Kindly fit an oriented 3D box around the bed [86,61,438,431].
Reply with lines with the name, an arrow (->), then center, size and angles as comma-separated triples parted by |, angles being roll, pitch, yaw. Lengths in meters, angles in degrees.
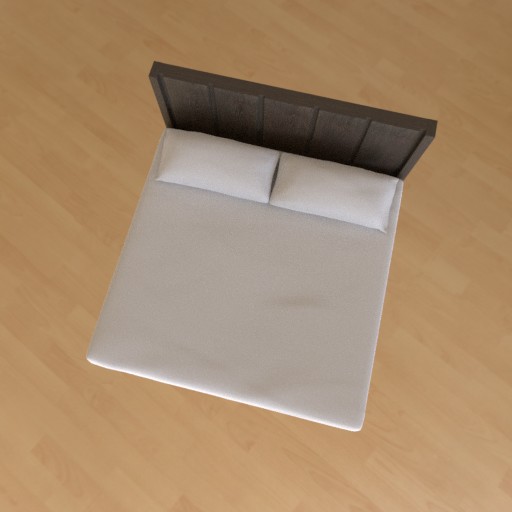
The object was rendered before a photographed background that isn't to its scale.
bed -> 0.000, 0.000, 3.556 | 2.143, 1.261, 2.238 | 13, 74, 4
